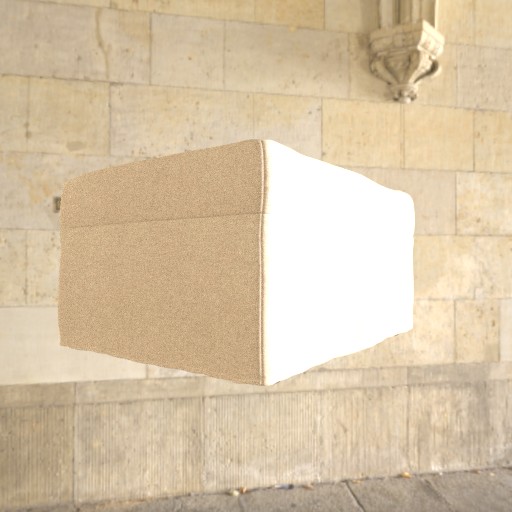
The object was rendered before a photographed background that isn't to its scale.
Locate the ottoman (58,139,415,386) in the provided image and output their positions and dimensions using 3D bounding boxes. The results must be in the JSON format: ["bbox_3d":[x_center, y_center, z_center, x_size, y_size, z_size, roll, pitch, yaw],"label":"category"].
[{"bbox_3d":[0.000,0.000,1.251,0.650,0.485,0.833,0,-1,37],"label":"ottoman"}]
